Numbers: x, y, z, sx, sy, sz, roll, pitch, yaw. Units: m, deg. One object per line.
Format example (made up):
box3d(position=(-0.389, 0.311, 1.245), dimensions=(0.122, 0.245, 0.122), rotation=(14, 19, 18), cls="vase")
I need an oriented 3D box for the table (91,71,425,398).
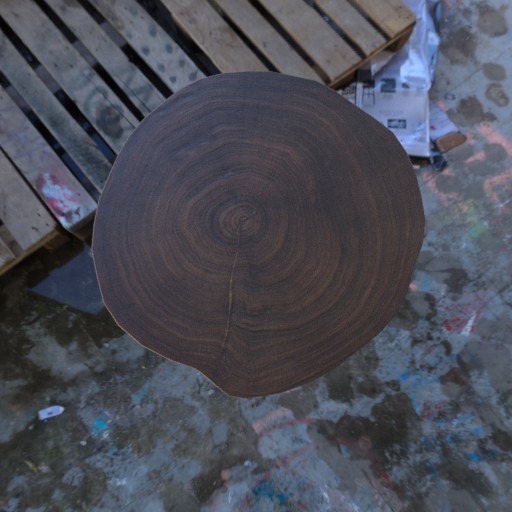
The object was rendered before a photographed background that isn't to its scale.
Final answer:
box3d(position=(0.000, 0.000, 0.872), dimensions=(0.494, 0.476, 0.477), rotation=(-37, 78, -9), cls="table")
